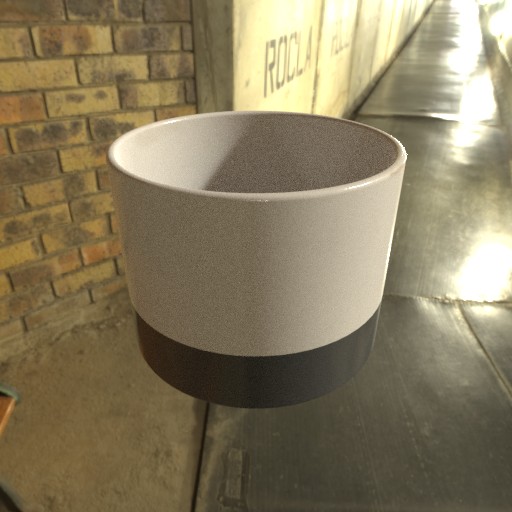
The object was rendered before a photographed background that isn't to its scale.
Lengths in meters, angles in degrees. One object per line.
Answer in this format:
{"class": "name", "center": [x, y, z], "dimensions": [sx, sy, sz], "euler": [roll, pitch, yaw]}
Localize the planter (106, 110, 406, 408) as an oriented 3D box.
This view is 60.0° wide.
{"class": "planter", "center": [0.000, 0.000, 0.339], "dimensions": [0.193, 0.177, 0.193], "euler": [0, 30, 0]}
